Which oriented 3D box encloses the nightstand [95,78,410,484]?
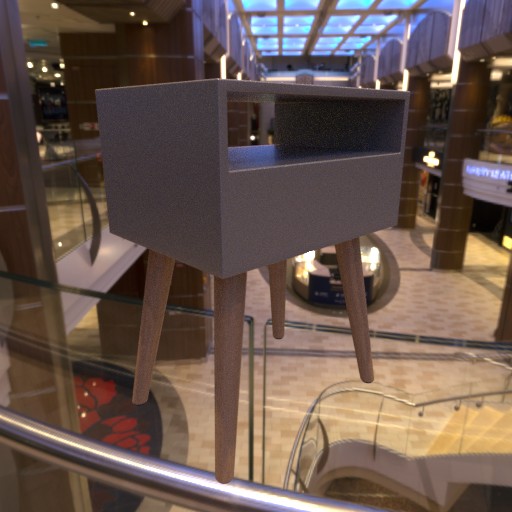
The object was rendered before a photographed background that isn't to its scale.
[{"bbox_3d":[0.000,0.000,0.725,0.370,0.508,0.288,-16,24,-41],"label":"nightstand"}]
